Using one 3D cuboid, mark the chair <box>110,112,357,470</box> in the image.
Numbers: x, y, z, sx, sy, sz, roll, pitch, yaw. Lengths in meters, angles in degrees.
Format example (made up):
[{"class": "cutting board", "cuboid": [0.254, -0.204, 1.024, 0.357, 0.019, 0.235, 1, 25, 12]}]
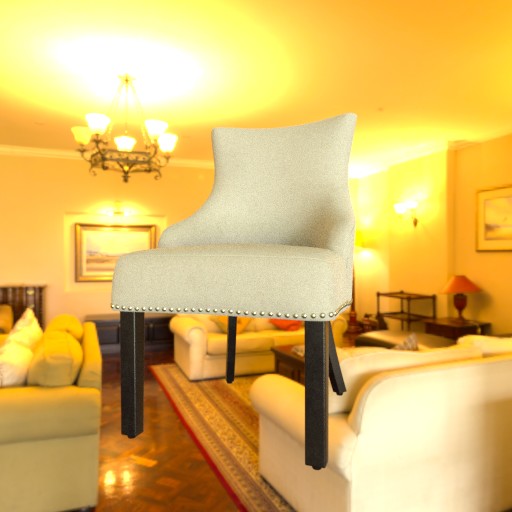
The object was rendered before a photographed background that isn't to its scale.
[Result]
[{"class": "chair", "cuboid": [0.000, 0.000, 1.271, 0.566, 0.909, 0.629, 0, 0, 20]}]
